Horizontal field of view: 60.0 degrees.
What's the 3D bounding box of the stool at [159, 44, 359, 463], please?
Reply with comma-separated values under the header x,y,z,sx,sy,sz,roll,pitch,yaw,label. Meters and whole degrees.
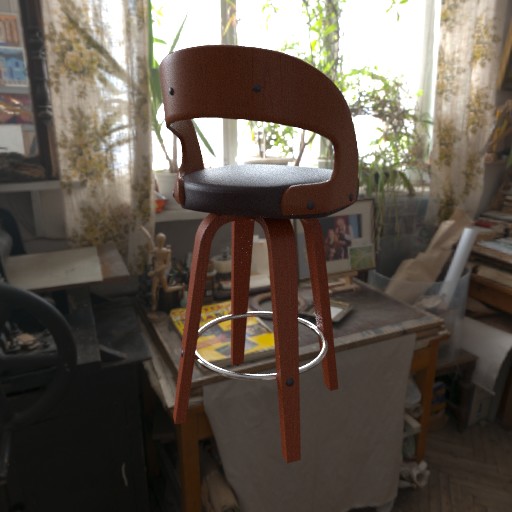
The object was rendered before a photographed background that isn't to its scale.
x,y,z,sx,sy,sz,roll,pitch,yaw,label
0.000,0.000,1.150,0.457,0.940,0.457,8,19,25,stool
